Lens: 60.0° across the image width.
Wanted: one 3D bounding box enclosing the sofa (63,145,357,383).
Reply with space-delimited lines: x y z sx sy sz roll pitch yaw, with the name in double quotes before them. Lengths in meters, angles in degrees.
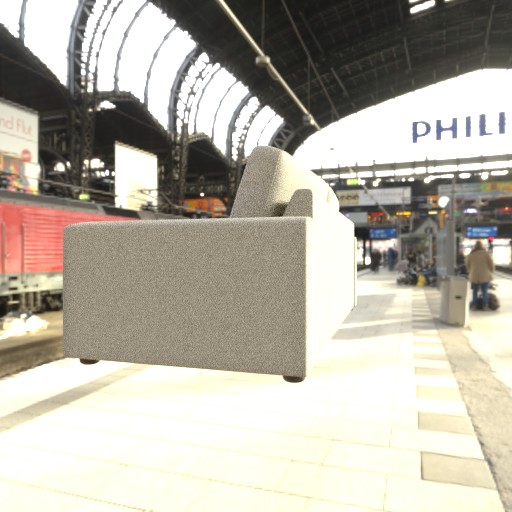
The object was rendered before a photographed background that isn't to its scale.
"sofa" 0.000 0.000 2.643 1.016 0.873 2.179 0 0 17
